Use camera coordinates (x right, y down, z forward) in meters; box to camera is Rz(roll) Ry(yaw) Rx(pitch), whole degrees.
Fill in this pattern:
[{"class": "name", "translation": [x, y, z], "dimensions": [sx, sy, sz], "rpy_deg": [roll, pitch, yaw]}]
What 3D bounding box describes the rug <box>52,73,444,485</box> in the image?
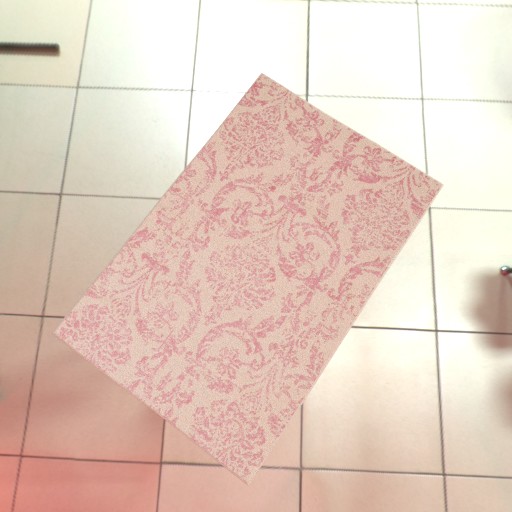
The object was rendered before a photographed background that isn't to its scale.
[{"class": "rug", "translation": [0.000, 0.000, 2.324], "dimensions": [1.219, 0.012, 1.839], "rpy_deg": [34, 79, 8]}]
